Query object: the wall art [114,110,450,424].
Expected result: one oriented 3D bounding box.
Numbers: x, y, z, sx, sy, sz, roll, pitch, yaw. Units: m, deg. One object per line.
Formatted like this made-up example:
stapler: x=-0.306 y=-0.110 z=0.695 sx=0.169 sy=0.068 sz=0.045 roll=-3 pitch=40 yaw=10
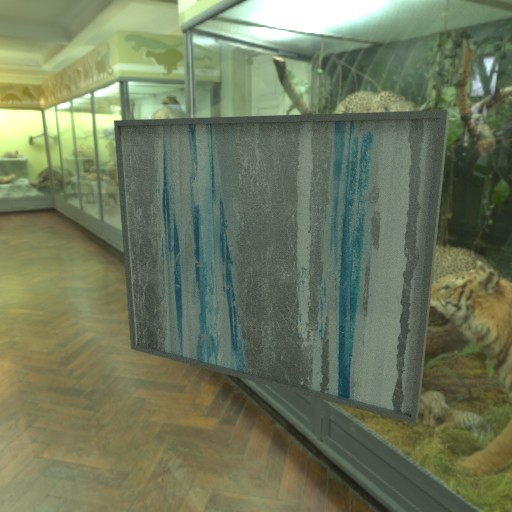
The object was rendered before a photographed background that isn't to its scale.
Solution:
wall art: x=0.000 y=0.000 z=0.750 sx=0.557 sy=0.450 sz=0.037 roll=7 pitch=16 yaw=26
